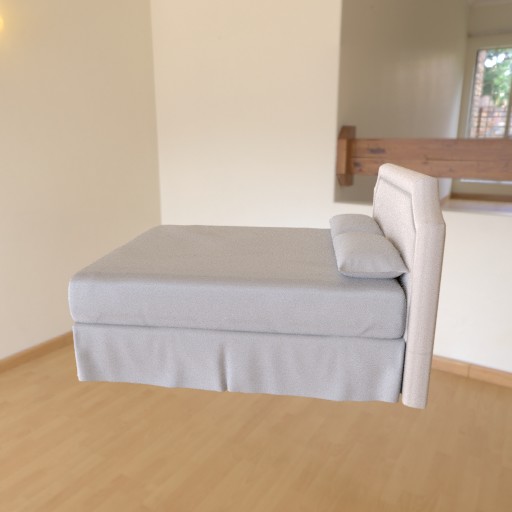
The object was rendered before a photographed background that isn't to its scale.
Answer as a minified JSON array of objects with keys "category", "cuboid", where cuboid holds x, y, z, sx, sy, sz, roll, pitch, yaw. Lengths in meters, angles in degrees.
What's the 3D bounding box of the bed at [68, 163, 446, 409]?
[{"category":"bed","cuboid":[0.000,0.000,3.305,2.164,1.297,1.828,2,15,7]}]
